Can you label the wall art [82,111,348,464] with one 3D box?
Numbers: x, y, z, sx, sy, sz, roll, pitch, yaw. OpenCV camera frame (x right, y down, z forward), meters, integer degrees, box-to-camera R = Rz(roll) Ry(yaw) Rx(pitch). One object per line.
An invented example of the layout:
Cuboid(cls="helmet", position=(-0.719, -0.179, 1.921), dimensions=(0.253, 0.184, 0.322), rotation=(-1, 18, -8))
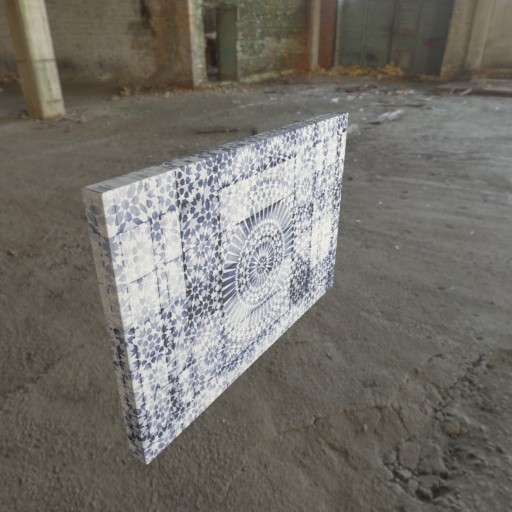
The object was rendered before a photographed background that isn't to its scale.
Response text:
Cuboid(cls="wall art", position=(0.000, 0.000, 1.157), dimensions=(0.057, 0.608, 0.911), rotation=(17, 31, 30))
